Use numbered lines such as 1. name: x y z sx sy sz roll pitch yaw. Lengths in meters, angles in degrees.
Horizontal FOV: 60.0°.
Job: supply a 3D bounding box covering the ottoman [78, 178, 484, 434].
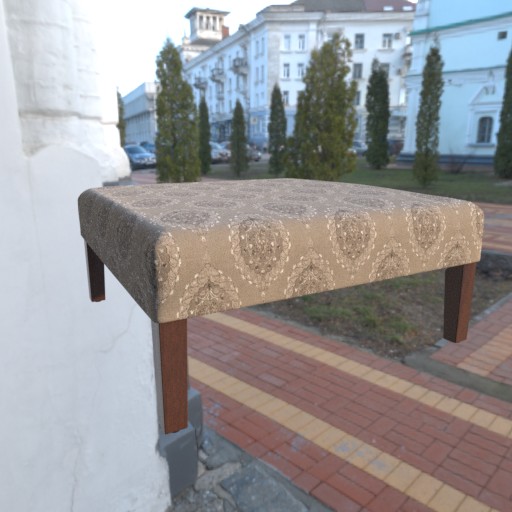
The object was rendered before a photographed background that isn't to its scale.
1. ottoman: 0.000 0.000 1.356 0.889 0.411 0.890 -8 16 -28
